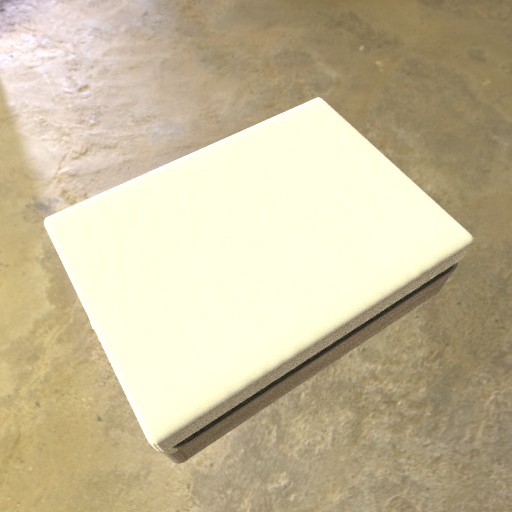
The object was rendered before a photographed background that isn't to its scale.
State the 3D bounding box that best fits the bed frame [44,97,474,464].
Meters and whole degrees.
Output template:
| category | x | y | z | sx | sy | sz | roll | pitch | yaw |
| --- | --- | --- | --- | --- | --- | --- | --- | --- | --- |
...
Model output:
| category | x | y | z | sx | sy | sz | roll | pitch | yaw |
| --- | --- | --- | --- | --- | --- | --- | --- | --- | --- |
| bed frame | 0.000 | 0.000 | 2.588 | 1.900 | 0.561 | 1.400 | -29 | 62 | -17 |
